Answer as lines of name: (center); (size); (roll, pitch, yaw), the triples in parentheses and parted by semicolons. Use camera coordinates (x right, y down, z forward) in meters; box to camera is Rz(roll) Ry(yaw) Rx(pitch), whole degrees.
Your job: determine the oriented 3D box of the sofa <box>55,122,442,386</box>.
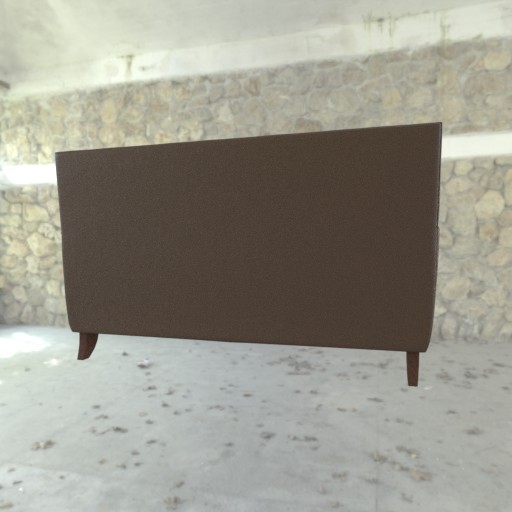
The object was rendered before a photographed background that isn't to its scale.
sofa: (0.000, 0.000, 1.999); (1.468, 0.859, 0.853); (0, 0, 16)
